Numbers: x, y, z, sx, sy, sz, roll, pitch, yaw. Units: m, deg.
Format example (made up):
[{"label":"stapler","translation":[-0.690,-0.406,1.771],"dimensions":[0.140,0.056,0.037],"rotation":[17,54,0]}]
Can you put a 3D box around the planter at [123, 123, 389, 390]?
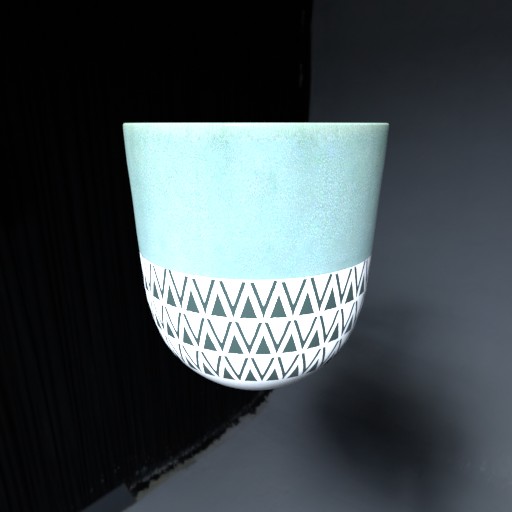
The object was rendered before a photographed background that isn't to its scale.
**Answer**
[{"label":"planter","translation":[0.000,0.000,0.373],"dimensions":[0.198,0.214,0.198],"rotation":[0,17,0]}]
